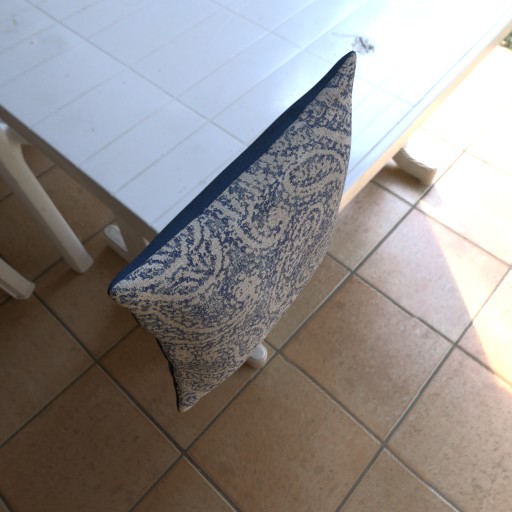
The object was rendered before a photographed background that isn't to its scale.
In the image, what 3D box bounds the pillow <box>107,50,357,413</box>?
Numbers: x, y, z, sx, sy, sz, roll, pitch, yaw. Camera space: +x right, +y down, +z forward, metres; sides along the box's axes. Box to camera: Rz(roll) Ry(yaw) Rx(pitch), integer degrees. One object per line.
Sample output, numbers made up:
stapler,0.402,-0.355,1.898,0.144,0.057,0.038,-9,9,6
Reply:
pillow,0.000,0.000,0.783,0.166,0.510,0.523,32,64,18
